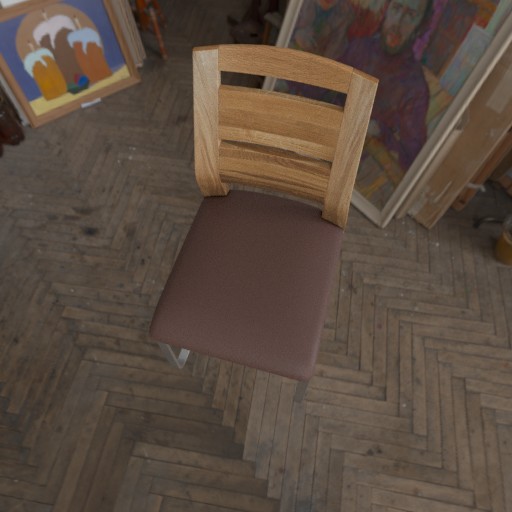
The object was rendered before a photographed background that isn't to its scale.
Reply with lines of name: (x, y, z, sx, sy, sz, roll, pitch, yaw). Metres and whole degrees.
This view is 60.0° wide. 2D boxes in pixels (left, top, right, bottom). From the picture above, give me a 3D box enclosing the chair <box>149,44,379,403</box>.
chair: (0.000, 0.000, 1.256, 0.460, 0.970, 0.570, 14, 59, 8)
